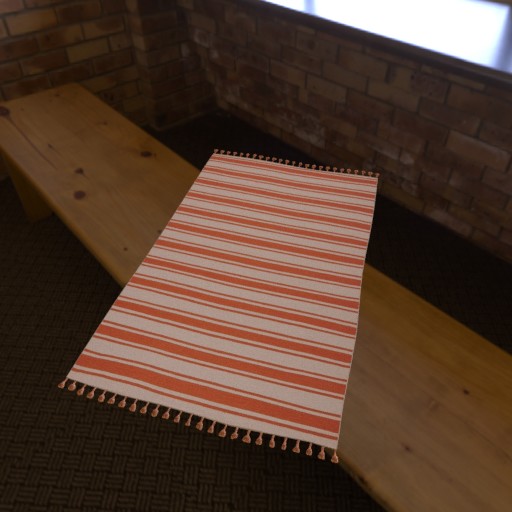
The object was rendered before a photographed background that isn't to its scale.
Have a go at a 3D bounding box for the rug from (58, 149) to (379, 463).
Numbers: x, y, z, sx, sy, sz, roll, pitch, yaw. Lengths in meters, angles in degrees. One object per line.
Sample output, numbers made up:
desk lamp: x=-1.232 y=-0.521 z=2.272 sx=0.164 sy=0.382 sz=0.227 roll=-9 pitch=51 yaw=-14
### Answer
rug: x=0.000 y=0.000 z=2.542 sx=1.232 sy=0.017 sz=2.092 roll=11 pitch=45 yaw=11
